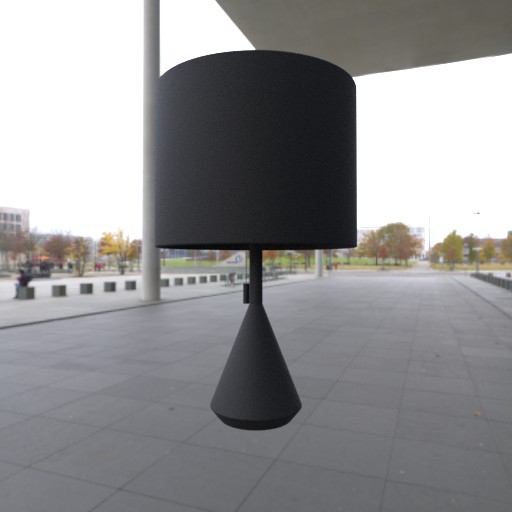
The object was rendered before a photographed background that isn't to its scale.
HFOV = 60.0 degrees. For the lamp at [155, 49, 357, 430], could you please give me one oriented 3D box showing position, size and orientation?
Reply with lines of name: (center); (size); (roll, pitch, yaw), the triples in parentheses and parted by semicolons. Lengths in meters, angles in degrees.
lamp: (0.000, 0.000, 0.806); (0.359, 0.584, 0.359); (-1, -1, 36)
